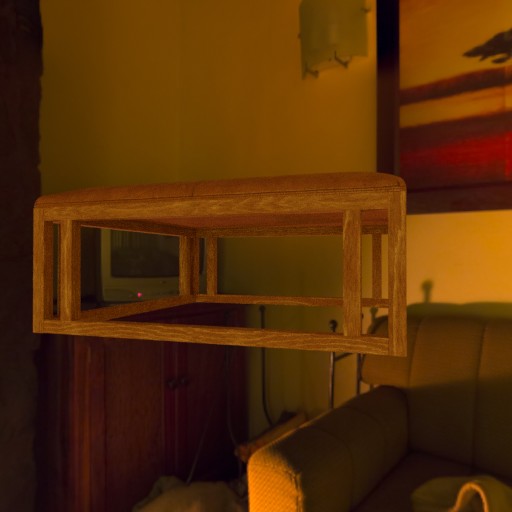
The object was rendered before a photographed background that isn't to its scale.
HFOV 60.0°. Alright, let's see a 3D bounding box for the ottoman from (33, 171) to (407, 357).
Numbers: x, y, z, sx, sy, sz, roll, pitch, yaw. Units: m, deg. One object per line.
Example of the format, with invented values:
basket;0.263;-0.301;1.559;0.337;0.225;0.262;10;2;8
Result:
ottoman;0.000;0.000;1.584;1.016;0.442;1.013;0;-1;18
